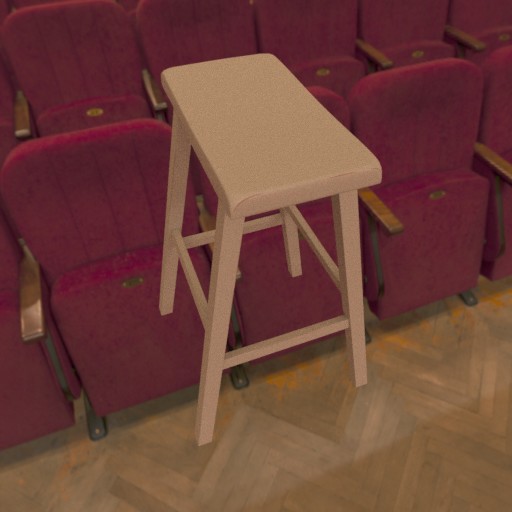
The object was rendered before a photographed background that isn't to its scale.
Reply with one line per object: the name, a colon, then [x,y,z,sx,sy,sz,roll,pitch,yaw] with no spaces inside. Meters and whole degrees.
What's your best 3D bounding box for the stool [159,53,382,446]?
stool: [0.000,0.000,1.034,0.476,0.737,0.457,-15,48,-14]
